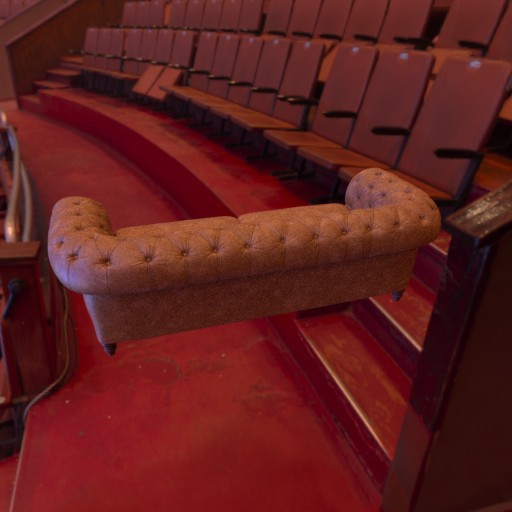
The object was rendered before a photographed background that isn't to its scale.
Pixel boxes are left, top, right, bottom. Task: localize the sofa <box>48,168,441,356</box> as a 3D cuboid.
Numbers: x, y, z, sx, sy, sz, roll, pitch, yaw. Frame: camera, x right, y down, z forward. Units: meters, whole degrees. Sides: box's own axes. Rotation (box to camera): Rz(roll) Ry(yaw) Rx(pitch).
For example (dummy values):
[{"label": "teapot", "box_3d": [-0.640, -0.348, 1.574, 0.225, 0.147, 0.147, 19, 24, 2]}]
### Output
[{"label": "sofa", "box_3d": [0.000, 0.000, 2.795, 2.365, 0.760, 0.989, -8, 28, -16]}]
